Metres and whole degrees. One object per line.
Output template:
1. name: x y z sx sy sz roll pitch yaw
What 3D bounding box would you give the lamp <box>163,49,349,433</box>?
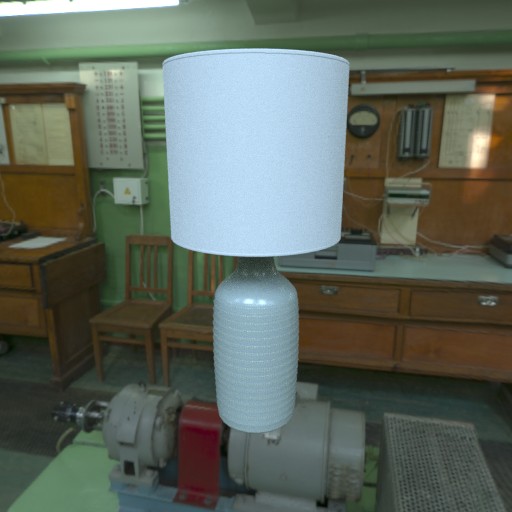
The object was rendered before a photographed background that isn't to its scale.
1. lamp: 0.000 0.000 0.596 0.220 0.475 0.220 3 15 10
